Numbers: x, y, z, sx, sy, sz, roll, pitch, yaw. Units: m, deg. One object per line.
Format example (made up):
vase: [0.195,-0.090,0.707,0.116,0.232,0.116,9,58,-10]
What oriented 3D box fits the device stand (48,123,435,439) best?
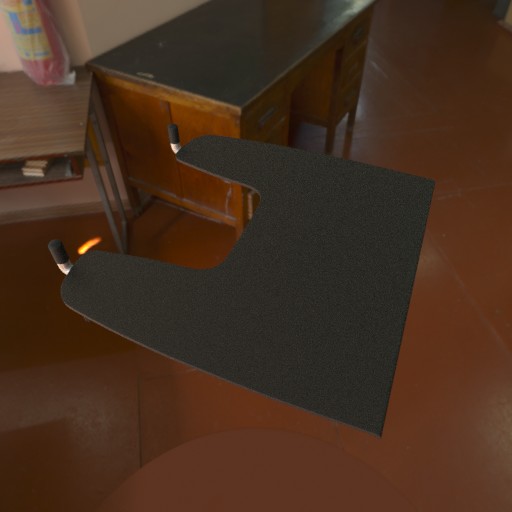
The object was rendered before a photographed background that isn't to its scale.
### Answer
device stand: [0.000,0.000,0.344,0.230,0.092,0.230,17,49,15]
